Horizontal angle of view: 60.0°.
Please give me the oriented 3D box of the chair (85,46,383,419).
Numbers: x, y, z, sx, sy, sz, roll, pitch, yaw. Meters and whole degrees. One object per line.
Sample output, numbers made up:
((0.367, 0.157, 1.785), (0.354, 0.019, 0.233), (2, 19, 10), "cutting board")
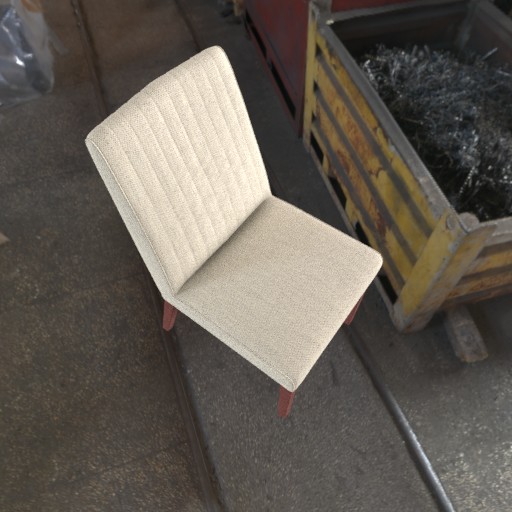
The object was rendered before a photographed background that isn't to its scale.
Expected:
((0.000, 0.000, 1.265), (0.594, 0.900, 0.480), (32, 62, 19), "chair")
